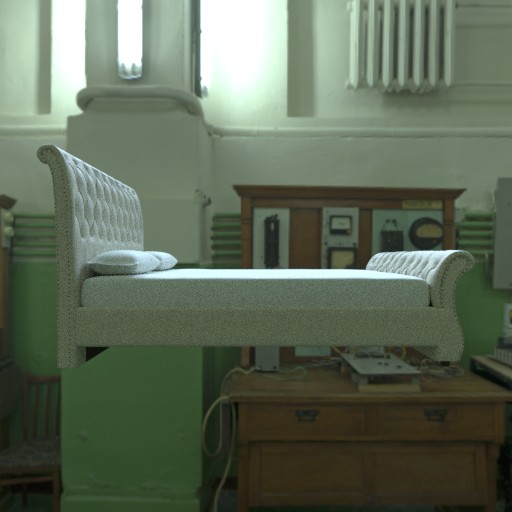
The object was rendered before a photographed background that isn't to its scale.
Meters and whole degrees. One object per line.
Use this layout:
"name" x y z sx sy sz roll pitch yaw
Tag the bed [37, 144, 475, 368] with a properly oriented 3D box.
"bed" 0.000 0.000 3.302 2.493 1.268 1.606 0 0 0
